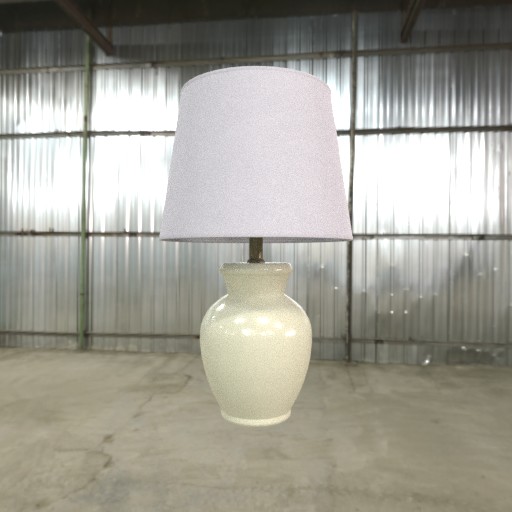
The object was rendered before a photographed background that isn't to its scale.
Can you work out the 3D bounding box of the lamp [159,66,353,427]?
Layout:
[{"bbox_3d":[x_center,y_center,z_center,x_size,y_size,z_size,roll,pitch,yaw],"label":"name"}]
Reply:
[{"bbox_3d":[0.000,0.000,0.559,0.239,0.399,0.239,0,0,0],"label":"lamp"}]
